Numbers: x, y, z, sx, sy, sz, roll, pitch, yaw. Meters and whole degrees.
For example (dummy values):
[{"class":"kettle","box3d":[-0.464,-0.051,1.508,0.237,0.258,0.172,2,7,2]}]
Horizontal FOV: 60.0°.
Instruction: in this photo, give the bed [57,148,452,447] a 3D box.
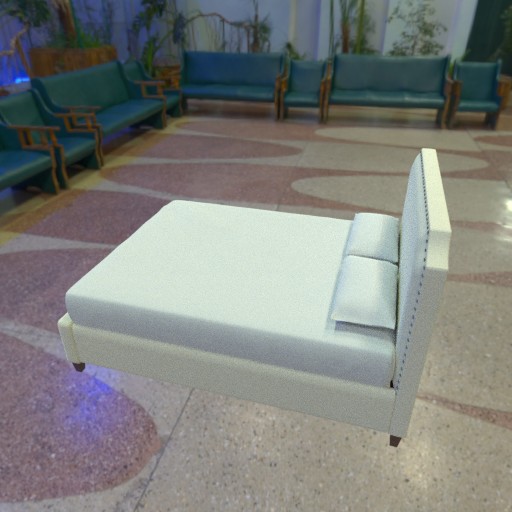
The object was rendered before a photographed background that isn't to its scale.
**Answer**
[{"class":"bed","box3d":[0.000,0.000,3.293,2.329,1.415,1.703,8,31,14]}]
